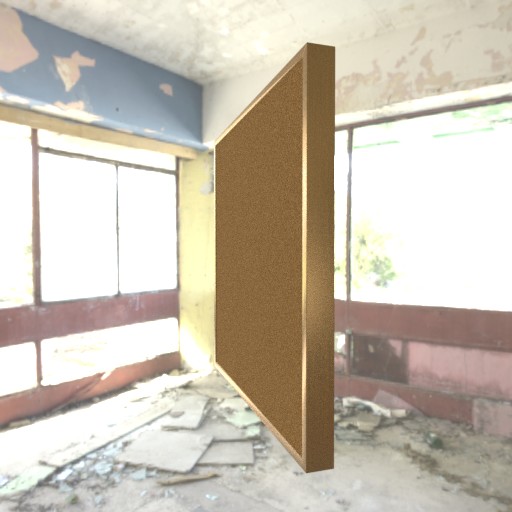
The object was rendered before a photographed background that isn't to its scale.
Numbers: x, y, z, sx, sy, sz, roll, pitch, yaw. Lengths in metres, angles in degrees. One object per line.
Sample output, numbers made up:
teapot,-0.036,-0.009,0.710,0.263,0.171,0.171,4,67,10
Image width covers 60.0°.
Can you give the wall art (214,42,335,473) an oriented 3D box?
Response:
wall art,0.000,0.000,0.765,0.037,0.505,0.505,0,1,-18
